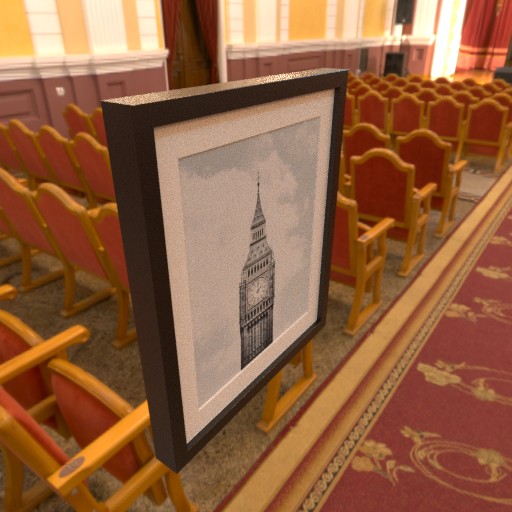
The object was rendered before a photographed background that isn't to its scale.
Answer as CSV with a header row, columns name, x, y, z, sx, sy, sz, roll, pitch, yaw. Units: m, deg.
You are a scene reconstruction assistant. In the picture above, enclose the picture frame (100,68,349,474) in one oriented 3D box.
name,x,y,z,sx,sy,sz,roll,pitch,yaw
picture frame,0.000,0.000,0.512,0.034,0.378,0.328,19,33,32
